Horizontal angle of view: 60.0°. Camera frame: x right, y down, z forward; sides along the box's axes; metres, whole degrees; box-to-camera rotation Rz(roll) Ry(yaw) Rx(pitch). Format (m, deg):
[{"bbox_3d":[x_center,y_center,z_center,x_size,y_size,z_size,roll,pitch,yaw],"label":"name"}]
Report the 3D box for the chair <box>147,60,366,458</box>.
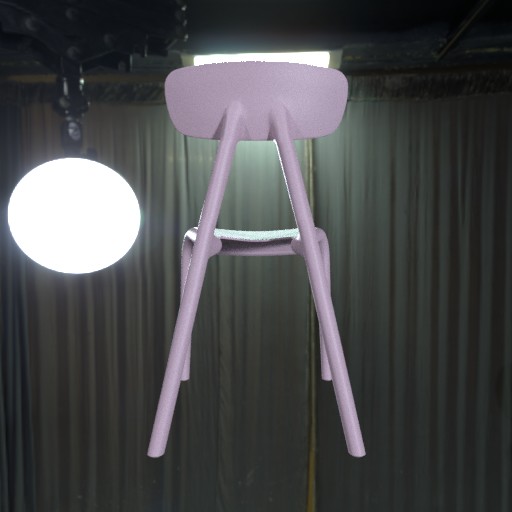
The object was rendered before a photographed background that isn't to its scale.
[{"bbox_3d":[0.000,0.000,0.835,0.356,0.580,0.401,0,1,0],"label":"chair"}]
